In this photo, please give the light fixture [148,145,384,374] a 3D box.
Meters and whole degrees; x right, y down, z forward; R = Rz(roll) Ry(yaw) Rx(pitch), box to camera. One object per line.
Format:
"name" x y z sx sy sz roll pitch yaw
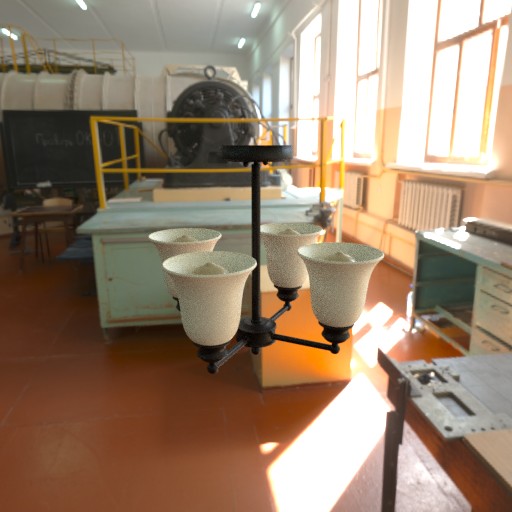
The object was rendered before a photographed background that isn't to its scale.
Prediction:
"light fixture" 0.000 0.000 1.908 1.069 0.925 1.069 7 16 26
